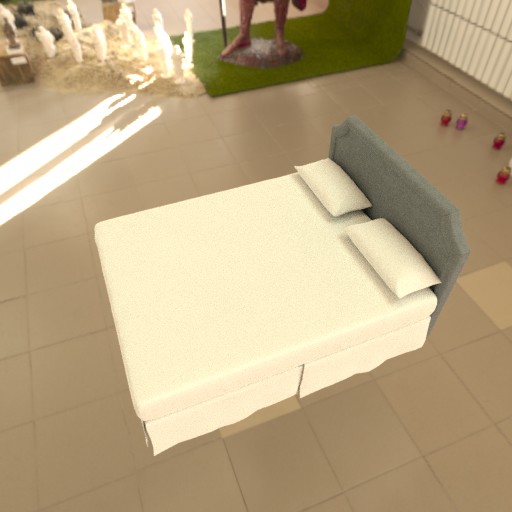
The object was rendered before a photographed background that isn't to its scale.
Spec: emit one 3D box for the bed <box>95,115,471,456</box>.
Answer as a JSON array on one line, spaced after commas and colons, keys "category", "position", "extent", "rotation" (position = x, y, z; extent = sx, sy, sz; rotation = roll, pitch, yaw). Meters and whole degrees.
[{"category": "bed", "position": [0.000, 0.000, 3.626], "extent": [2.464, 1.306, 1.977], "rotation": [-16, 49, -15]}]
